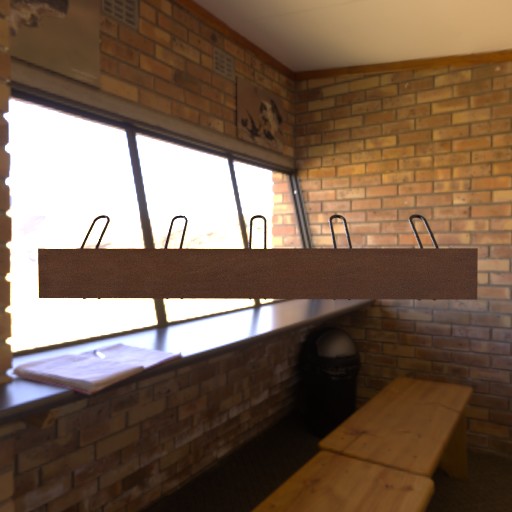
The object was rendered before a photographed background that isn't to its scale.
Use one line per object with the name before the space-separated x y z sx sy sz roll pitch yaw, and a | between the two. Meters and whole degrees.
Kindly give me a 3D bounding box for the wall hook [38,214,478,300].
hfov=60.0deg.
wall hook | 0.000 0.000 0.596 0.554 0.116 0.076 0 1 1
